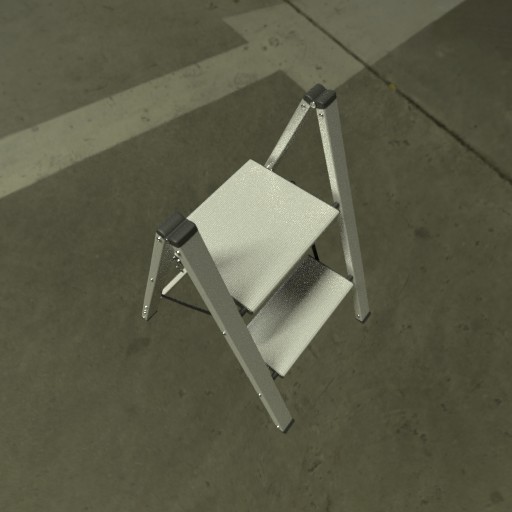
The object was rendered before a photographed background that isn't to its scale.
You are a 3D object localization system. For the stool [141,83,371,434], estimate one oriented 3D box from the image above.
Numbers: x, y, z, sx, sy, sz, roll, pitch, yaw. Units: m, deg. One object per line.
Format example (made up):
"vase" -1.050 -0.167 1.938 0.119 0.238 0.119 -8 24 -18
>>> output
"stool" 0.000 0.000 1.035 0.535 0.670 0.440 34 64 19
